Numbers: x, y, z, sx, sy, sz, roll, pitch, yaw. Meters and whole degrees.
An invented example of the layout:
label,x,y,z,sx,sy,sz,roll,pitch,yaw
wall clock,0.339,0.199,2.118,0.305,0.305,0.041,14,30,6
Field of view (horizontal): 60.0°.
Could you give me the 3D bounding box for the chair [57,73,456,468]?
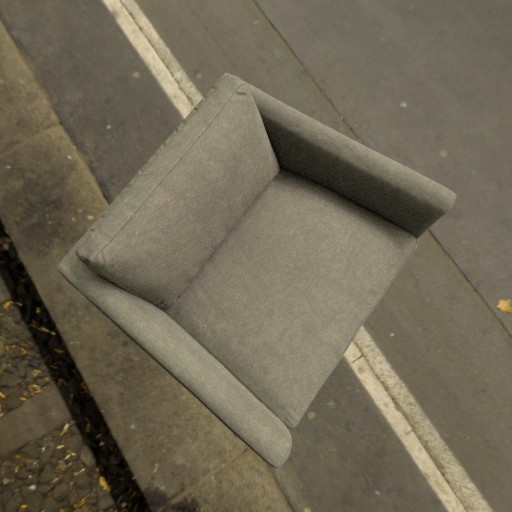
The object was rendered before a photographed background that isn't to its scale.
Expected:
label,x,y,z,sx,sy,sz,roll,pitch,yaw
chair,0.000,0.000,1.869,1.091,0.845,1.190,35,78,9
